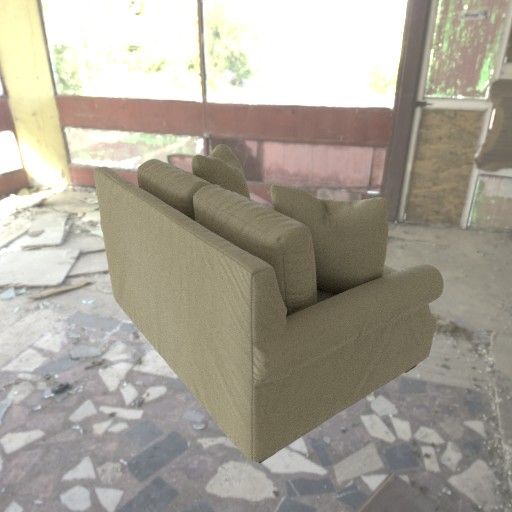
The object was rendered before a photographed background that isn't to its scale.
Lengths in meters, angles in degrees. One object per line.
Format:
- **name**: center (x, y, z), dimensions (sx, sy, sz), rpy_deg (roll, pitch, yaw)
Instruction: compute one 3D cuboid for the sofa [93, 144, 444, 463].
- **sofa**: center (0.000, 0.000, 2.184), dimensions (1.070, 0.905, 1.550), rpy_deg (-17, 31, -32)
